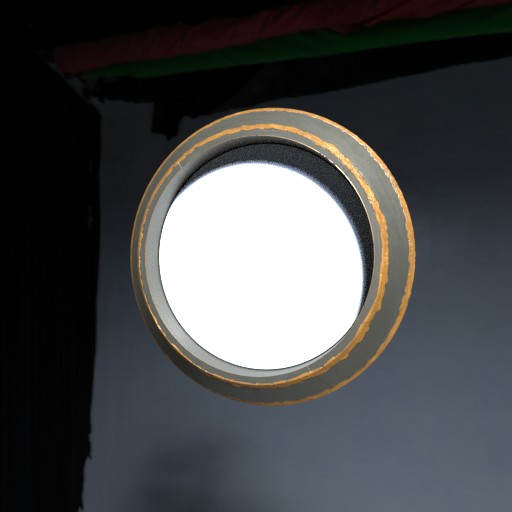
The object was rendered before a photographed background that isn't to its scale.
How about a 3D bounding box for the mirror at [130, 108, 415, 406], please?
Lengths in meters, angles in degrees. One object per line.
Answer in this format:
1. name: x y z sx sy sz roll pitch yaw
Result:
1. mirror: 0.000 0.000 1.339 0.907 0.907 0.111 0 -1 18
